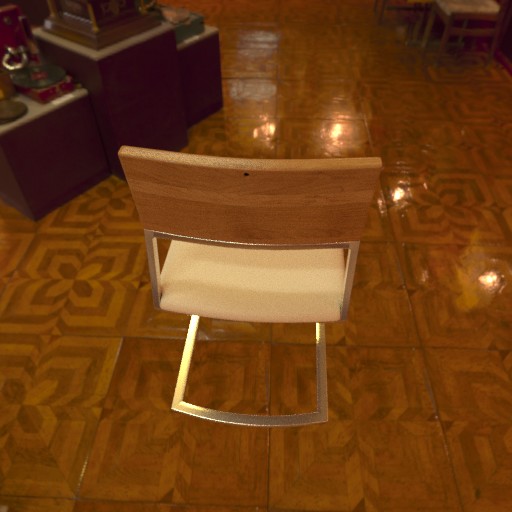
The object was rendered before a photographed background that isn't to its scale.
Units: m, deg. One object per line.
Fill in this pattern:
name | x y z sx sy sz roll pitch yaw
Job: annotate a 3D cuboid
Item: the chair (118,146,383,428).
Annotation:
chair | 0.000 0.000 1.192 0.467 0.844 0.585 3 46 3
